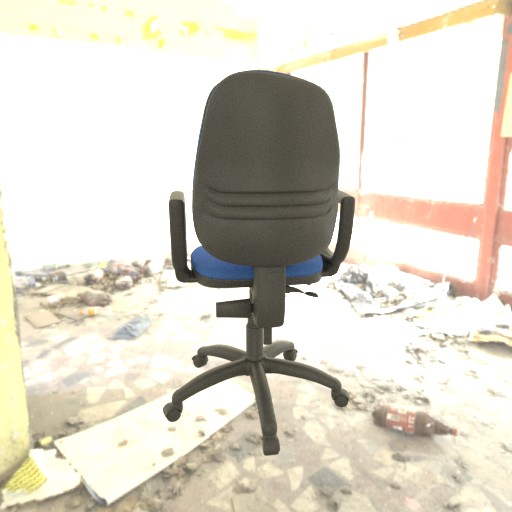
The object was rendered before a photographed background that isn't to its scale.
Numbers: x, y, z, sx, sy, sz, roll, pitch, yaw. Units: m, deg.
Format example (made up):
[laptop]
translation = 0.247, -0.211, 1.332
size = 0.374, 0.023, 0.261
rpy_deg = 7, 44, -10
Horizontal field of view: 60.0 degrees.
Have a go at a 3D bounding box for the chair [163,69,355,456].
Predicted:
[chair]
translation = 0.000, 0.000, 1.248
size = 0.552, 0.905, 0.549
rpy_deg = -2, 14, -8
